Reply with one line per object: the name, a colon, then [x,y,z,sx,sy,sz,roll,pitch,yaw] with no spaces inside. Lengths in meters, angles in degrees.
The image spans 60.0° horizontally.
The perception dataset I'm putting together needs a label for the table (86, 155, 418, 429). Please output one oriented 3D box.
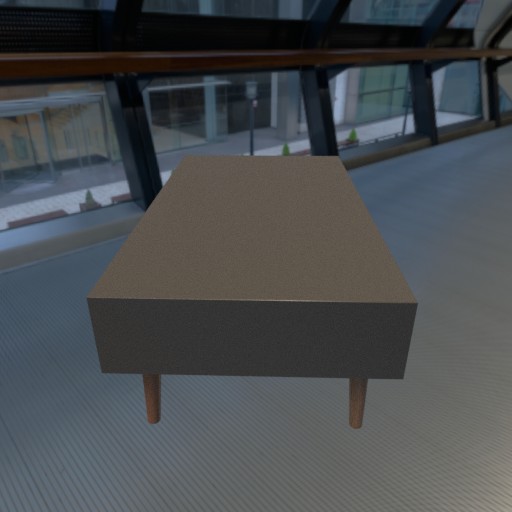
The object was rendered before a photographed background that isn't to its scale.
table: [0.000,0.000,1.546,0.703,0.404,1.201,1,27,2]
